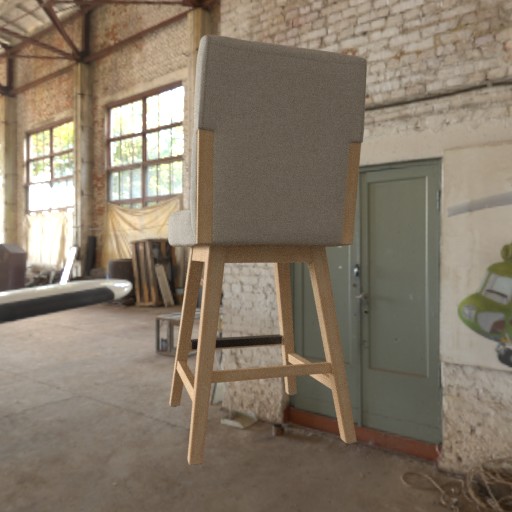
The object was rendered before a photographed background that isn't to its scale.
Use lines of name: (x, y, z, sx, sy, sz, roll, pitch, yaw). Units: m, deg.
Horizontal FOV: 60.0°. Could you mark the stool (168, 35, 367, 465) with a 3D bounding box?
stool: (0.000, 0.000, 1.404, 0.507, 1.085, 0.606, 0, 0, -17)
